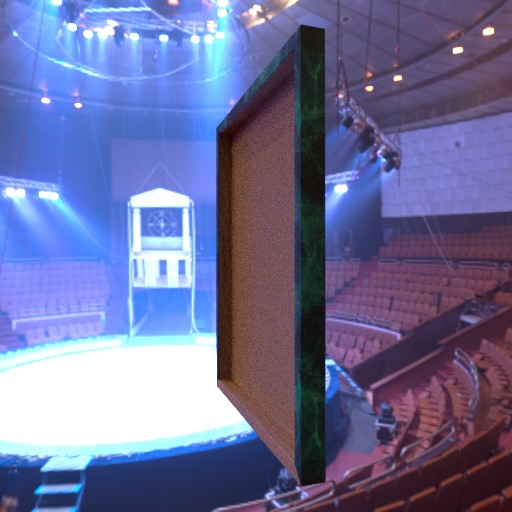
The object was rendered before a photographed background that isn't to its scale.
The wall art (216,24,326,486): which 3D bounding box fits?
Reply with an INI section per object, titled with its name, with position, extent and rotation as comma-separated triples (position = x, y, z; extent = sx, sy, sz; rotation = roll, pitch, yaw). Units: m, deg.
[wall art]
position = 0.000, 0.000, 0.855
extent = 0.038, 0.635, 0.508
rotation = 0, -1, -18
